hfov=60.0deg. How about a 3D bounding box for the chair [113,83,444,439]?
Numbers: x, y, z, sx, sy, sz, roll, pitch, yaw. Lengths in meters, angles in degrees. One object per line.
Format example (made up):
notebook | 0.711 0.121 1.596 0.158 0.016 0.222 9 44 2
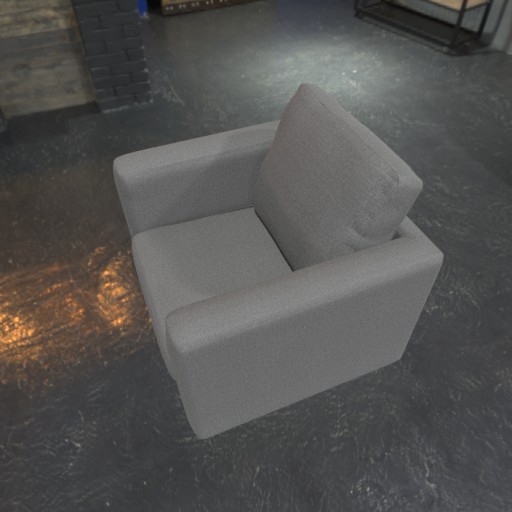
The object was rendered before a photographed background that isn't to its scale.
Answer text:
chair | 0.000 0.000 1.545 0.800 0.927 0.854 -17 49 -15
